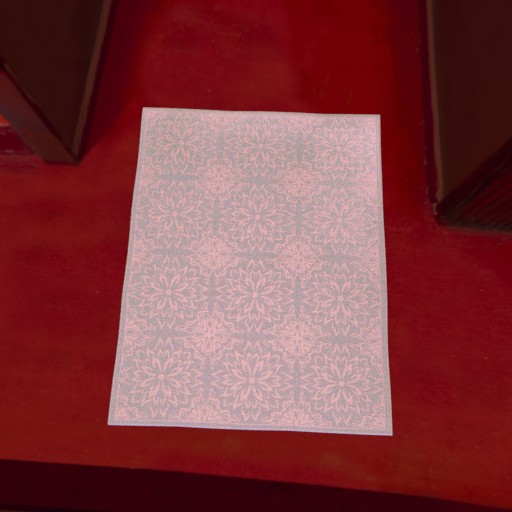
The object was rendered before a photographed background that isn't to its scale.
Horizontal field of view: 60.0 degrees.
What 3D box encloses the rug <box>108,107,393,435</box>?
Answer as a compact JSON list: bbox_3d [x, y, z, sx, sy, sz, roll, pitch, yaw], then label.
[{"bbox_3d":[0.000,0.000,4.043,2.363,0.012,2.980,2,76,1],"label":"rug"}]
